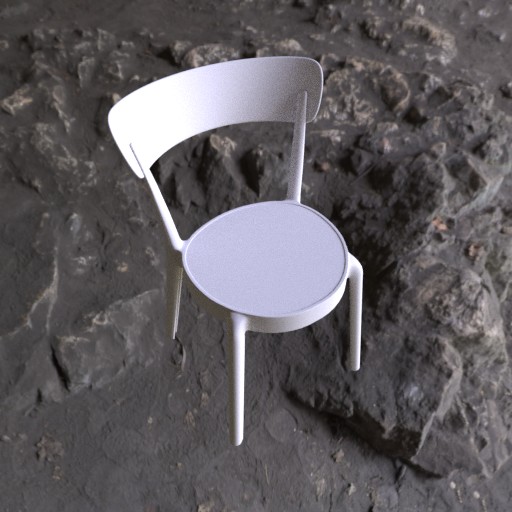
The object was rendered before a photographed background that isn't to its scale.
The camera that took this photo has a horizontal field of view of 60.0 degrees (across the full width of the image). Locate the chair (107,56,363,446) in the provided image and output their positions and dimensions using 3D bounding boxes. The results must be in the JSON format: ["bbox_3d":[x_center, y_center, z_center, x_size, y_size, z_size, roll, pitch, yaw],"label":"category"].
[{"bbox_3d":[0.000,0.000,1.124,0.506,0.790,0.491,-24,50,-22],"label":"chair"}]
